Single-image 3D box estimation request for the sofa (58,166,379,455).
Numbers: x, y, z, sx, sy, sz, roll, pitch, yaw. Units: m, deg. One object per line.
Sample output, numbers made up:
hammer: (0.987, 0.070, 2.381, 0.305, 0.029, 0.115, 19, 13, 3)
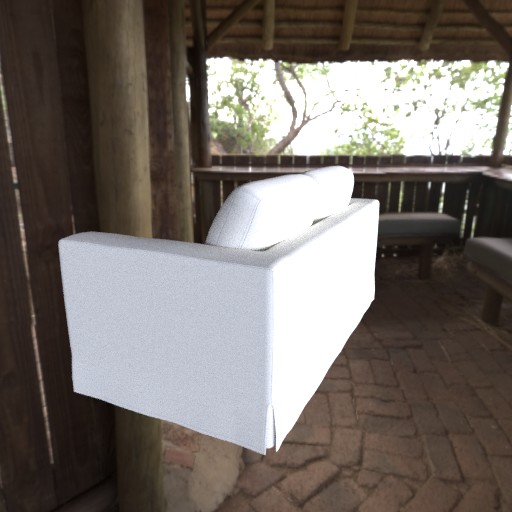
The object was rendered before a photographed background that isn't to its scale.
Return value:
sofa: (0.000, 0.000, 2.459, 1.009, 0.932, 1.813, 7, 17, 25)
